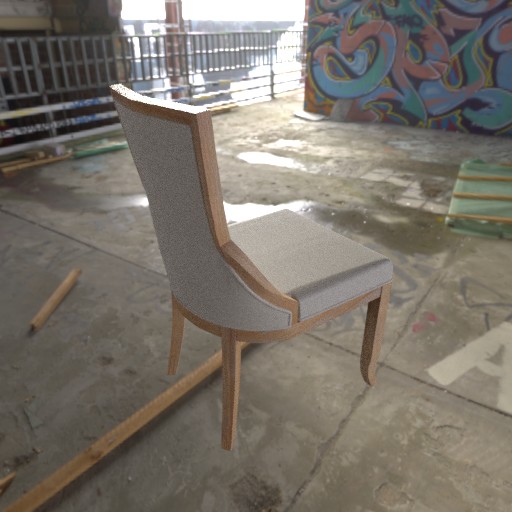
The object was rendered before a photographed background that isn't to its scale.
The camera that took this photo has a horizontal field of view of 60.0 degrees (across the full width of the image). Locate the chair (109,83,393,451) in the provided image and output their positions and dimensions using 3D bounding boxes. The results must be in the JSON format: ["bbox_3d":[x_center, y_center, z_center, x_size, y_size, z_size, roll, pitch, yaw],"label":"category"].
[{"bbox_3d":[0.000,0.000,1.306,0.641,0.947,0.524,-18,33,-30],"label":"chair"}]
